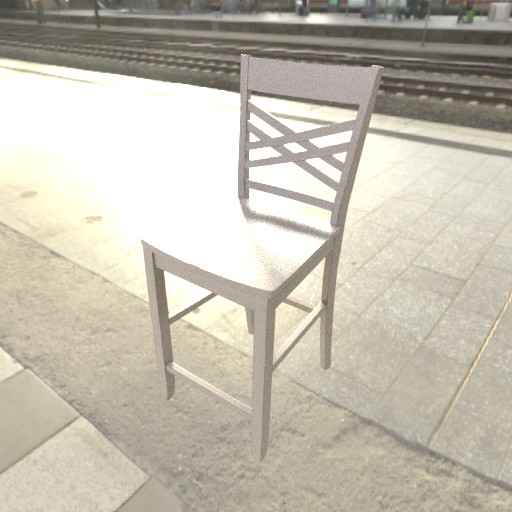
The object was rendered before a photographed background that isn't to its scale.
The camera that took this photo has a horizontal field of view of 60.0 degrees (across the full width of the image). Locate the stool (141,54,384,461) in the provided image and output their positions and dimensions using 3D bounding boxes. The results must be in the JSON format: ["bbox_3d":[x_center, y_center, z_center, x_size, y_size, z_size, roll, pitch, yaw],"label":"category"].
[{"bbox_3d":[0.000,0.000,1.375,0.462,1.079,0.539,20,36,31],"label":"stool"}]
